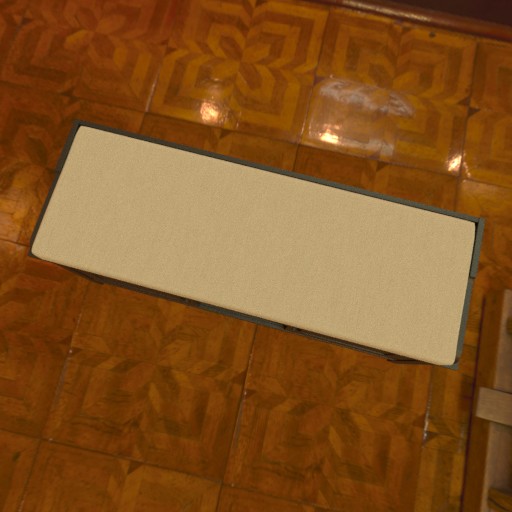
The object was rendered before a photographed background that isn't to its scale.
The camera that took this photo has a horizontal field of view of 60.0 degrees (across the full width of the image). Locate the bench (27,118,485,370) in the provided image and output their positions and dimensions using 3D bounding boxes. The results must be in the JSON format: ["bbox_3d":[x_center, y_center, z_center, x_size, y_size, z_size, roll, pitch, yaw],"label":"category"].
[{"bbox_3d":[0.000,0.000,1.373,1.140,0.501,0.398,15,77,3],"label":"bench"}]
